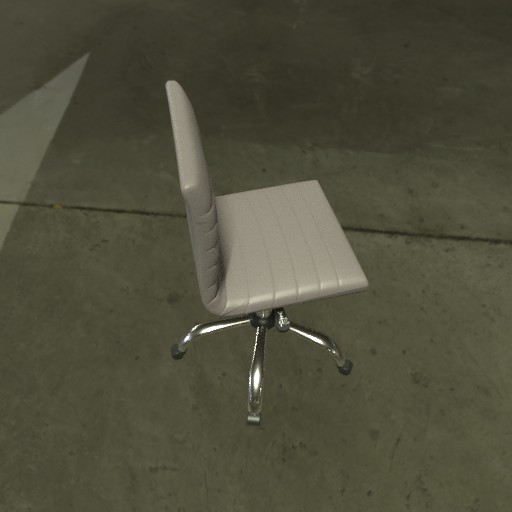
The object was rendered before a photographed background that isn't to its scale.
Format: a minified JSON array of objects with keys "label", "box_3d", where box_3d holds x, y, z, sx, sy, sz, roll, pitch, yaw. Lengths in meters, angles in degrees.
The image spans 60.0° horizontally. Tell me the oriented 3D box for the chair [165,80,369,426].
[{"label":"chair","box_3d":[0.000,0.000,1.127,0.530,0.780,0.556,-9,47,-8]}]
